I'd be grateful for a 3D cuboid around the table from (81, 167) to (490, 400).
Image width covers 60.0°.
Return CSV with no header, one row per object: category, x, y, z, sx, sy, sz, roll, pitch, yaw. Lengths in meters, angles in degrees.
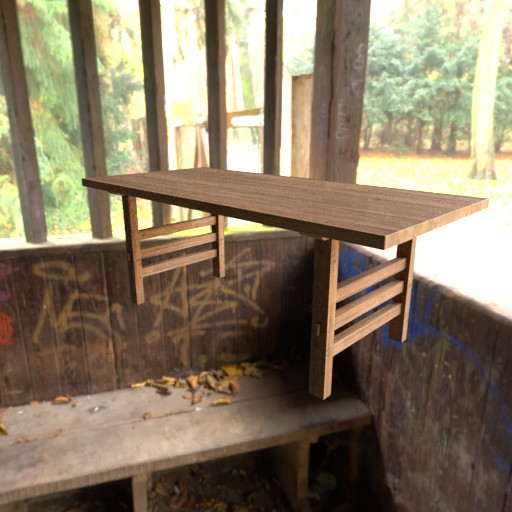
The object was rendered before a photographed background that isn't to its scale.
table,0.000,0.000,2.438,2.003,0.760,0.952,16,23,42
